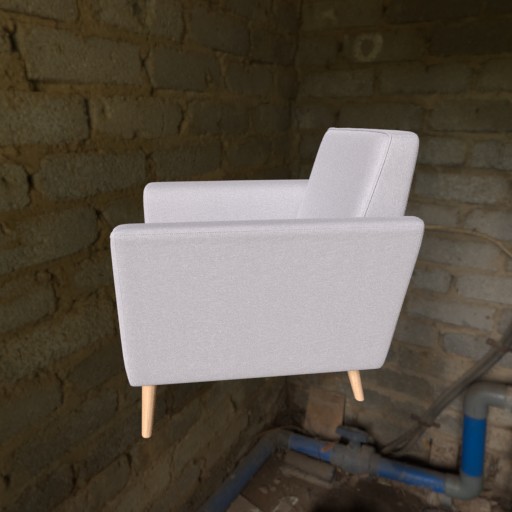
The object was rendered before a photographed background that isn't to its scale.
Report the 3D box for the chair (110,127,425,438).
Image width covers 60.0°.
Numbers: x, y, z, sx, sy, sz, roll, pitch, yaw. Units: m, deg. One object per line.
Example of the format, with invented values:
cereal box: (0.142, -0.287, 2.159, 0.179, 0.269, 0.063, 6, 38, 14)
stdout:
chair: (0.000, 0.000, 1.410, 0.750, 0.780, 0.780, -2, 17, -7)
